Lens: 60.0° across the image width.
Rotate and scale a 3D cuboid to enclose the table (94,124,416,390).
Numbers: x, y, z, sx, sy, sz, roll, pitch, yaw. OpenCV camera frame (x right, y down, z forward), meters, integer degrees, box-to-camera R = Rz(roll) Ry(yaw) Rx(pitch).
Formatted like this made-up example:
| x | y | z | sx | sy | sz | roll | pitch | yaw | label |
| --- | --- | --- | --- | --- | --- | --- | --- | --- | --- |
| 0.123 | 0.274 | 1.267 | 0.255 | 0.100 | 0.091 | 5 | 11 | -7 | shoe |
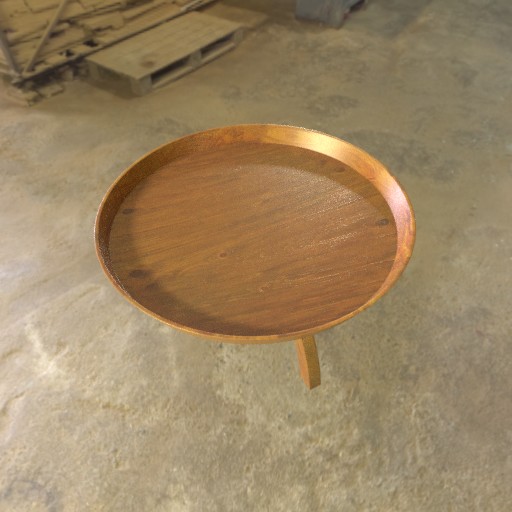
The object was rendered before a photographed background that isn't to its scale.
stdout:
| x | y | z | sx | sy | sz | roll | pitch | yaw | label |
| --- | --- | --- | --- | --- | --- | --- | --- | --- | --- |
| 0.000 | 0.000 | 1.588 | 1.016 | 0.470 | 1.016 | 0 | 46 | 0 | table |
